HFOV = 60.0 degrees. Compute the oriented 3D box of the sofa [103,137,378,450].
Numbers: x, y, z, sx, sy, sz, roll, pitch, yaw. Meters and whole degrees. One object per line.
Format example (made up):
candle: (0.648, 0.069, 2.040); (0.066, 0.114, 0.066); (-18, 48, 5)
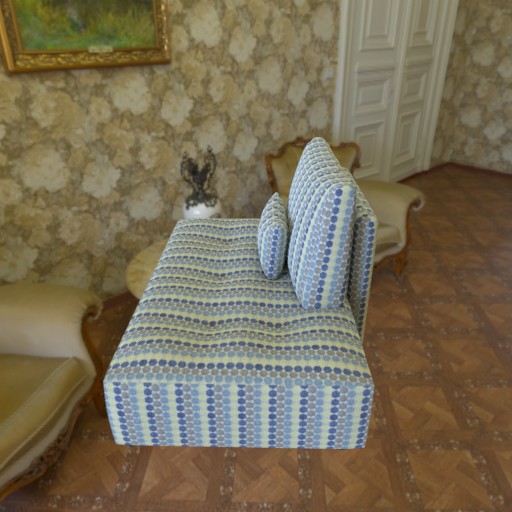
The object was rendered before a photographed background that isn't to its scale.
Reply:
sofa: (0.000, 0.000, 2.017); (1.000, 0.820, 1.450); (1, 27, 1)
